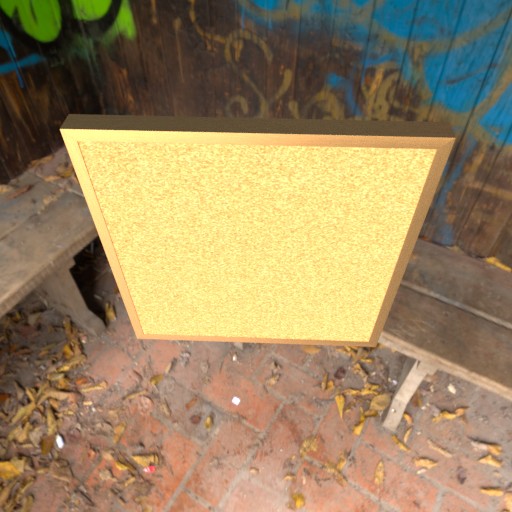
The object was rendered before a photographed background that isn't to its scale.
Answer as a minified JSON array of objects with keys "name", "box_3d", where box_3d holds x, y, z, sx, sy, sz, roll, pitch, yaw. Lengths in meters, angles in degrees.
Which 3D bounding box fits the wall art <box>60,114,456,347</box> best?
[{"name":"wall art","box_3d":[0.000,0.000,0.770,0.510,0.509,0.037,2,48,2]}]
